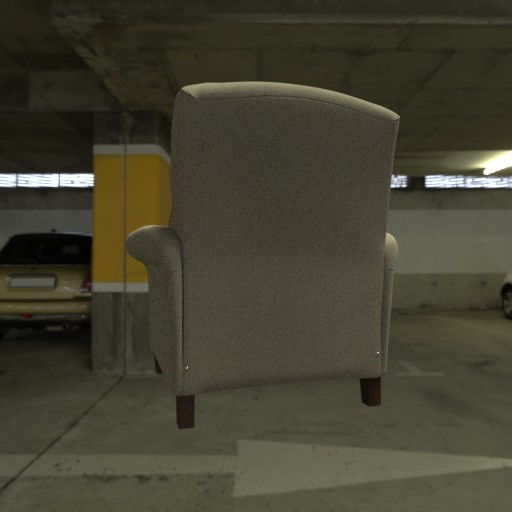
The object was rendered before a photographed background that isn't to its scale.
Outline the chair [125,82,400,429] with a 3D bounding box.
[{"bbox_3d":[0.000,0.000,1.776,0.978,1.061,0.905,0,-1,-18],"label":"chair"}]
